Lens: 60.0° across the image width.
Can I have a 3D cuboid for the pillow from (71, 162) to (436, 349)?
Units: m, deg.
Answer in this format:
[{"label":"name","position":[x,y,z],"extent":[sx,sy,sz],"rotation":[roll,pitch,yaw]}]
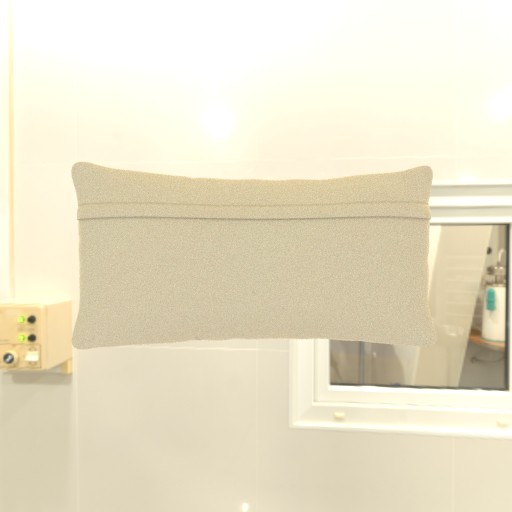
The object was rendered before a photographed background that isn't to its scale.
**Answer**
[{"label":"pillow","position":[0.000,0.000,0.734],"extent":[0.604,0.307,0.148],"rotation":[0,1,-2]}]
